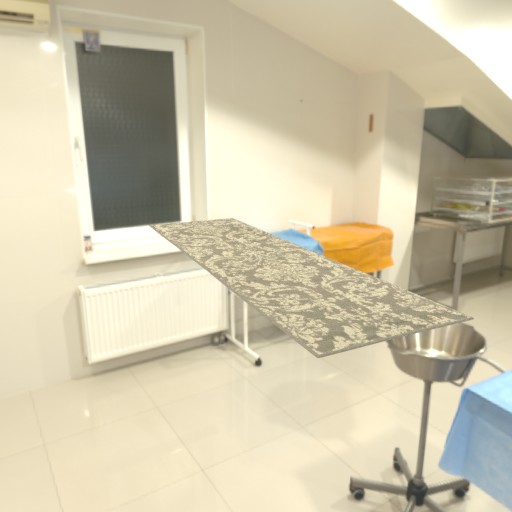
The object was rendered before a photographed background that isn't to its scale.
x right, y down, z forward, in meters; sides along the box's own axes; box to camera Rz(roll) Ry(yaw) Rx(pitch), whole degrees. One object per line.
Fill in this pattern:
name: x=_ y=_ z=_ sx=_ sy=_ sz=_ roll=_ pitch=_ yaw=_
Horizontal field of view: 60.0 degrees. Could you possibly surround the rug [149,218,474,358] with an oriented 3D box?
rug: x=0.000 y=0.000 z=2.388 sx=0.662 sy=0.011 sz=2.196 roll=-7 pitch=17 yaw=-25
